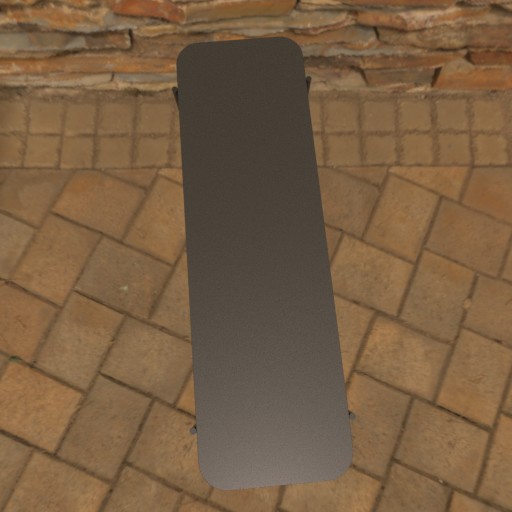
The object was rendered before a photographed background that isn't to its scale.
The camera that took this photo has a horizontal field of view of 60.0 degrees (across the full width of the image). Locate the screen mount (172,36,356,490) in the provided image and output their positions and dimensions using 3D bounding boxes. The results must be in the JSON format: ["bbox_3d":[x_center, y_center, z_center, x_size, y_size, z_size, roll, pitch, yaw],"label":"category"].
[{"bbox_3d":[0.000,0.000,1.380,0.400,0.447,1.200,-5,77,-1],"label":"screen mount"}]
